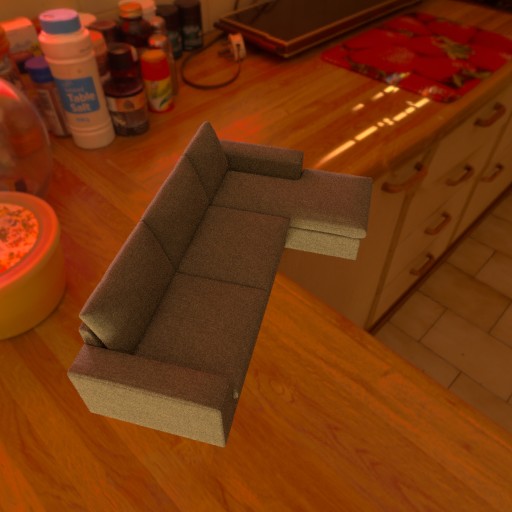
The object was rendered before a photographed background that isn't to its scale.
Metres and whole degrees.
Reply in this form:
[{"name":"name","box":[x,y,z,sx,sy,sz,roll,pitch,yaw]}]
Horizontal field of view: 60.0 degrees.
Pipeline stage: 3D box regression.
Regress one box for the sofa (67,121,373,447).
[{"name":"sofa","box":[0.000,0.000,3.541,1.689,0.940,2.718,11,48,10]}]
